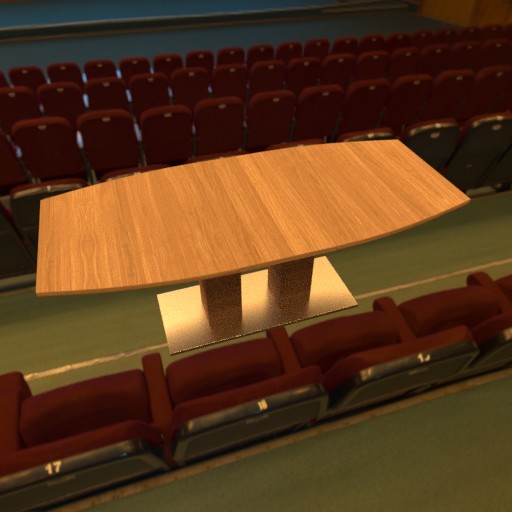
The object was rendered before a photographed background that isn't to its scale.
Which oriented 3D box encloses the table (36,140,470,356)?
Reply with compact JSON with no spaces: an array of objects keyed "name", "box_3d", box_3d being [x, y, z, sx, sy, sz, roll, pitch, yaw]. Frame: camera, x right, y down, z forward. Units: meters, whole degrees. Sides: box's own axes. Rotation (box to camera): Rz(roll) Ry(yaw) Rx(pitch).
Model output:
[{"name":"table","box_3d":[0.000,0.000,2.453,2.032,0.750,0.900,-12,43,-14]}]
